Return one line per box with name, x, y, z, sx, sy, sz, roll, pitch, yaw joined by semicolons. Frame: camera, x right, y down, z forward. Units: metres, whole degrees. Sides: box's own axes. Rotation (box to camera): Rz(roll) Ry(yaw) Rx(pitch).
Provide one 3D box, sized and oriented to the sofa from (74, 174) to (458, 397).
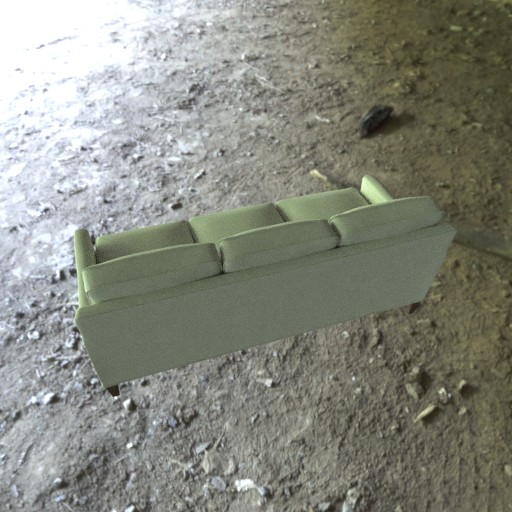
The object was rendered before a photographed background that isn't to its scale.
sofa;0.000;0.000;2.951;2.246;1.003;1.084;-13;44;-14
